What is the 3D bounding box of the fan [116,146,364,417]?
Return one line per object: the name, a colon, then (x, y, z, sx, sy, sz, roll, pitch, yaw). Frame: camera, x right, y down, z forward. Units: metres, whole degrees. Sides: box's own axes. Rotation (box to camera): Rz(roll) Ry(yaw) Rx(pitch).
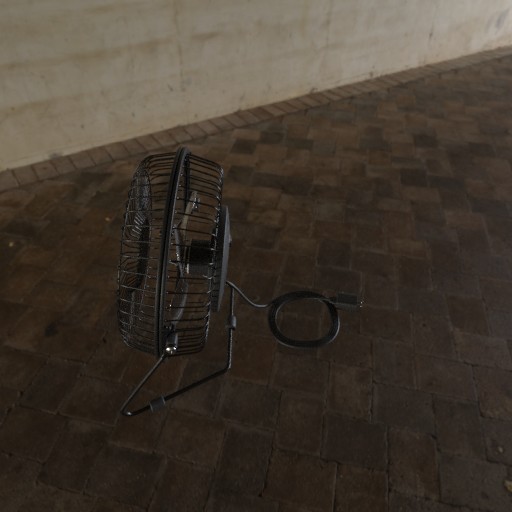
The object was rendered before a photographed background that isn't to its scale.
fan: (0.000, 0.000, 0.388, 0.227, 0.188, 0.209, 0, 40, 0)
